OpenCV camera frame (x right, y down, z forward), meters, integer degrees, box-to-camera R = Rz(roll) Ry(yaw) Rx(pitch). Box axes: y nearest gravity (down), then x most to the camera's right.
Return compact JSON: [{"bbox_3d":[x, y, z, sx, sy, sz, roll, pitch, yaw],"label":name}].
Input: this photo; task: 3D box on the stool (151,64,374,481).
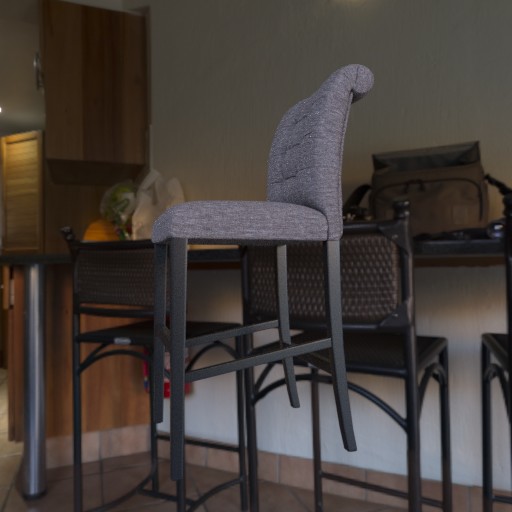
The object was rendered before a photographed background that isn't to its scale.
[{"bbox_3d":[0.000,0.000,1.406,0.613,1.131,0.452,0,-1,-19],"label":"stool"}]
